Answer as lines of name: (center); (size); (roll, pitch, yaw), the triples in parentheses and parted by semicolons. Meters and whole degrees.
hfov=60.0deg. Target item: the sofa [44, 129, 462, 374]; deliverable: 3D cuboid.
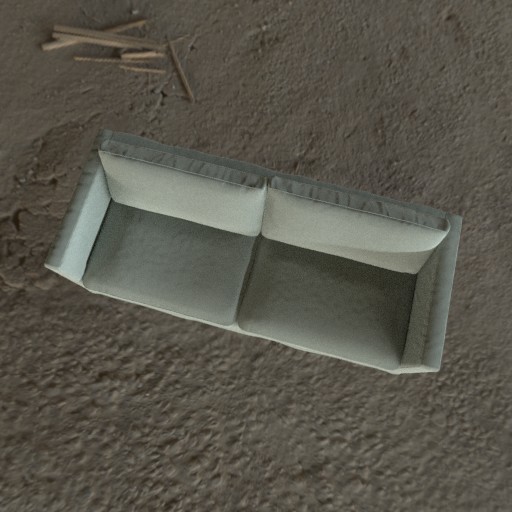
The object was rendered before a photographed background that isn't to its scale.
sofa: (0.000, 0.000, 2.841); (2.312, 0.853, 0.962); (14, 75, 4)
